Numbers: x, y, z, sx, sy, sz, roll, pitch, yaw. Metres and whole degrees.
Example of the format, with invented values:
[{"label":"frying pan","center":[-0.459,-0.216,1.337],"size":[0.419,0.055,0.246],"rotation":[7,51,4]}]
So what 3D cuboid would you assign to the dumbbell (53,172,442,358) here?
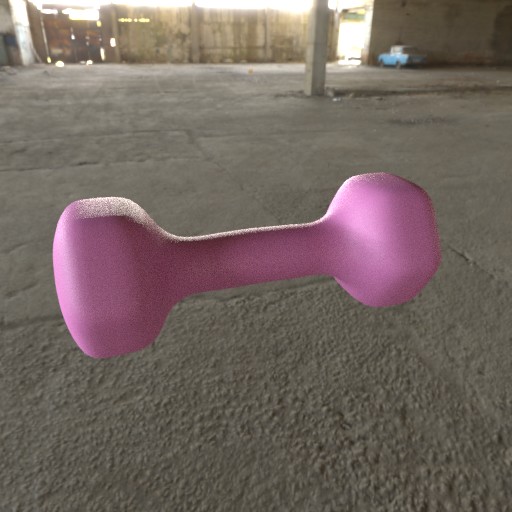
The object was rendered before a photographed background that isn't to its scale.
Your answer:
[{"label":"dumbbell","center":[0.000,0.000,0.192],"size":[0.159,0.058,0.064],"rotation":[-8,27,-15]}]
